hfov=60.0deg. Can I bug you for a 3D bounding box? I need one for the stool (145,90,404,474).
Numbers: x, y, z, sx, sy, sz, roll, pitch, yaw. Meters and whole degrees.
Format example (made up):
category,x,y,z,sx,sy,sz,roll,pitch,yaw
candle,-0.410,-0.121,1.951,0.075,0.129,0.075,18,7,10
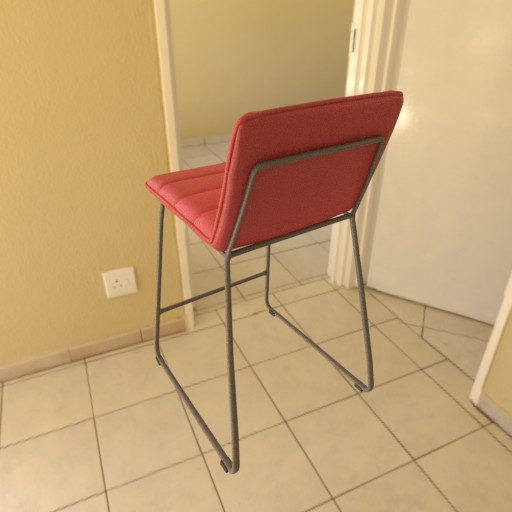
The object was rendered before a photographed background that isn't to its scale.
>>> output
category,x,y,z,sx,sy,sz,roll,pitch,yaw
stool,0.000,0.000,1.160,0.489,0.866,0.524,-19,36,-29
